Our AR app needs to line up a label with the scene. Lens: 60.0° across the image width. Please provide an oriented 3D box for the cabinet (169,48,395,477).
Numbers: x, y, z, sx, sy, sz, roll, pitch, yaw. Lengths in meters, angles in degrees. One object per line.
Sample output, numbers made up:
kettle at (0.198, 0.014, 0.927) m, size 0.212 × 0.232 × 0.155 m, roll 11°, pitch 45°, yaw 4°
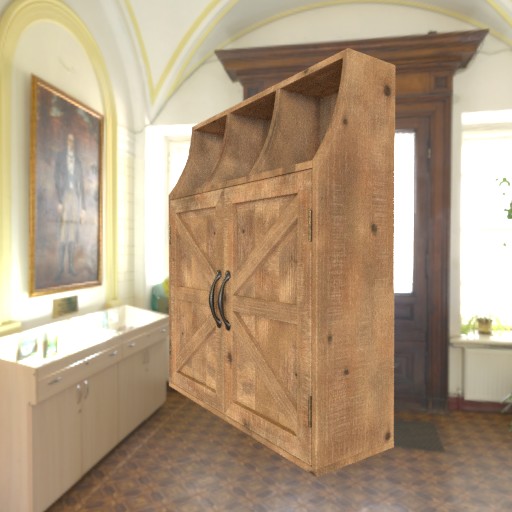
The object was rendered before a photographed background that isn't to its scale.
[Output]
cabinet at (0.000, 0.000, 0.834) m, size 0.184 × 0.590 × 0.489 m, roll -1°, pitch 1°, yaw -35°
